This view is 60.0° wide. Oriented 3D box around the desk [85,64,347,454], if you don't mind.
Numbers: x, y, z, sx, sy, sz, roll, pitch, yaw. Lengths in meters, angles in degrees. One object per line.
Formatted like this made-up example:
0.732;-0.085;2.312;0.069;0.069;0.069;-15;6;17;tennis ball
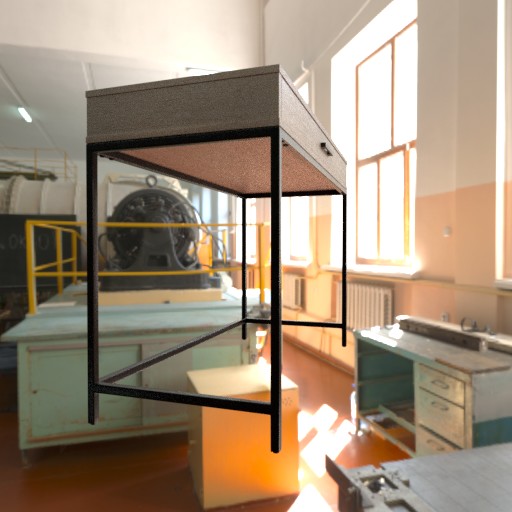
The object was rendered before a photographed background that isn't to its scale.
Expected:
0.000;0.000;1.415;0.470;0.762;1.016;0;1;19;desk
